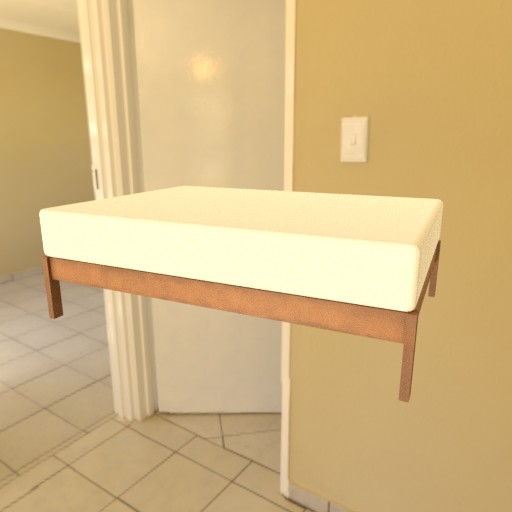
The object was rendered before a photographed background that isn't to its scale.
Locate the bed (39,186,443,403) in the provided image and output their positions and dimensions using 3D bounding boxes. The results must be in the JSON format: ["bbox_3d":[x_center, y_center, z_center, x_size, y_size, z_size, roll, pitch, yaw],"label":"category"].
[{"bbox_3d":[0.000,0.000,2.600,1.927,0.616,1.348,7,16,24],"label":"bed"}]
